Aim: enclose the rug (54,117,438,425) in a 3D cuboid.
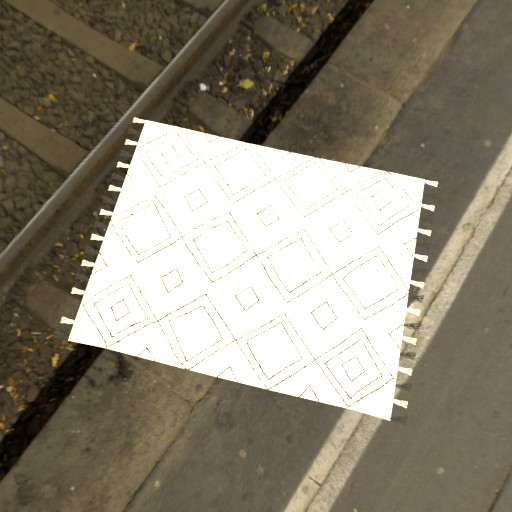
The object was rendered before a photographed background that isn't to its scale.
[{"bbox_3d":[0.000,0.000,4.225,3.221,0.026,2.342,13,74,4],"label":"rug"}]
